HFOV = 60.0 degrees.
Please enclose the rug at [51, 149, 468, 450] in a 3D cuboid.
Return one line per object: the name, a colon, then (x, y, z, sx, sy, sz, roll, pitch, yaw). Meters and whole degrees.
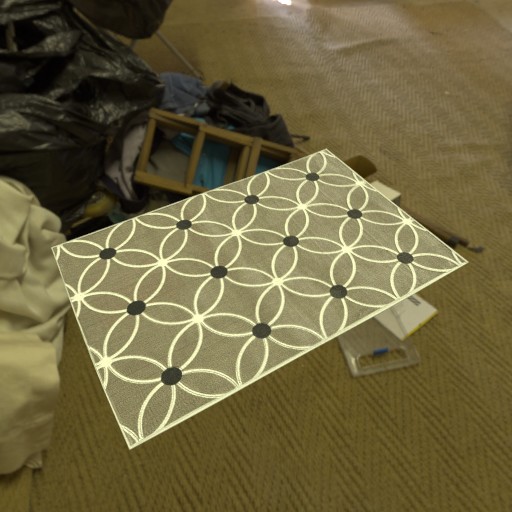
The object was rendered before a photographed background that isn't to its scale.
rug: (0.000, 0.000, 2.886, 2.284, 0.008, 1.522, -24, 51, -21)
